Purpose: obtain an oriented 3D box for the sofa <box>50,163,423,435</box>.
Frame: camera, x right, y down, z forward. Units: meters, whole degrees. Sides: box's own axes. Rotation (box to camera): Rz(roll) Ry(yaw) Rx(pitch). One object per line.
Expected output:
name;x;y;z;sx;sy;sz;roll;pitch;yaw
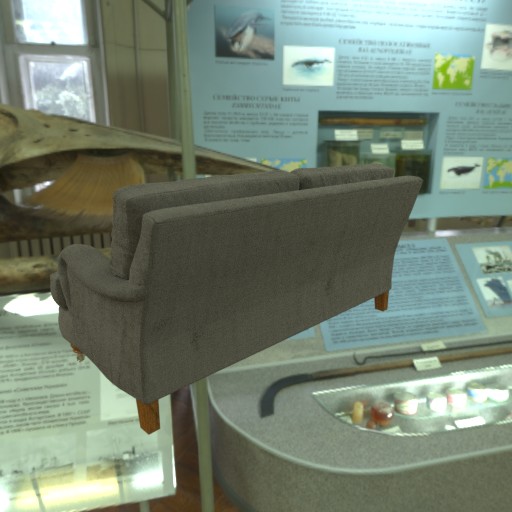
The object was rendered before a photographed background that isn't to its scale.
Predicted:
sofa;0.000;0.000;2.744;2.165;1.087;1.086;-15;21;-43
